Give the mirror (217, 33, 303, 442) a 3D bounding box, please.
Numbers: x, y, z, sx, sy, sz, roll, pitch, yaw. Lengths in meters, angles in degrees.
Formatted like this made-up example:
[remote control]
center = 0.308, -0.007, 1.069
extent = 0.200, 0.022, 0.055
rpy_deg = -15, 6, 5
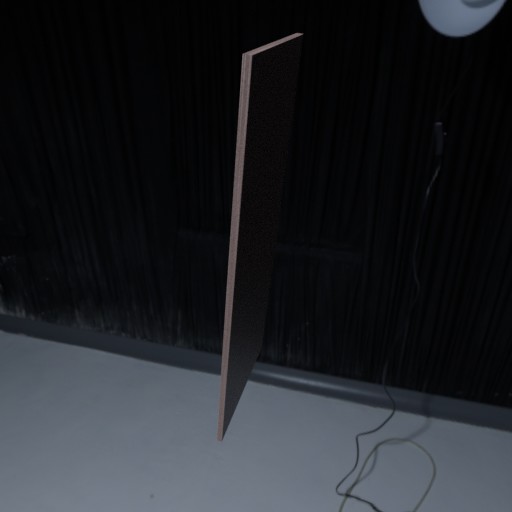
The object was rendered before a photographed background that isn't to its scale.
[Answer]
[mirror]
center = 0.000, 0.000, 2.304
extent = 0.221, 2.020, 0.812
rpy_deg = 9, 32, 14
